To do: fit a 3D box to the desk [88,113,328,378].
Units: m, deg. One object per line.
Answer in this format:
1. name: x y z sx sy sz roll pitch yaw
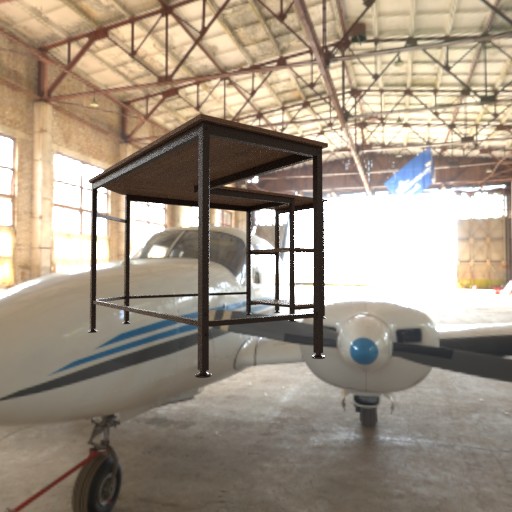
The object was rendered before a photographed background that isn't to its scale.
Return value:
1. desk: 0.000 0.000 2.194 1.379 0.739 1.379 1 -2 -36
